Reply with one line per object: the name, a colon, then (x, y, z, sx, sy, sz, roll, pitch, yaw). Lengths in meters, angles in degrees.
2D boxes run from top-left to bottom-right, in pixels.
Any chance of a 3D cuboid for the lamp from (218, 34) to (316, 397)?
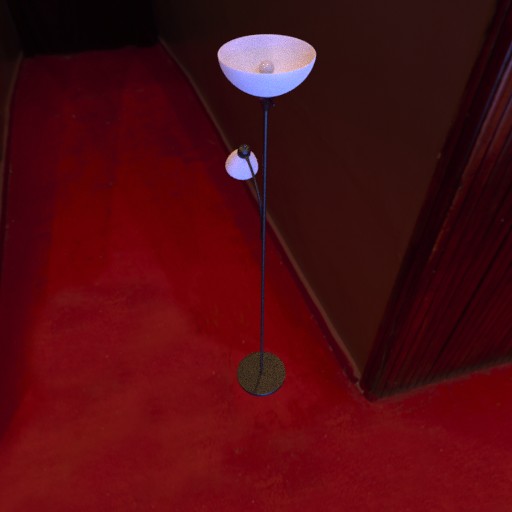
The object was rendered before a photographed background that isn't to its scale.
lamp: (0.000, 0.000, 1.937, 0.279, 1.804, 0.442, -15, 48, -14)
